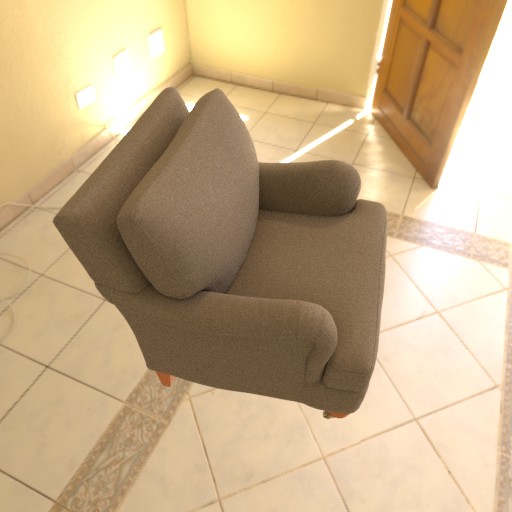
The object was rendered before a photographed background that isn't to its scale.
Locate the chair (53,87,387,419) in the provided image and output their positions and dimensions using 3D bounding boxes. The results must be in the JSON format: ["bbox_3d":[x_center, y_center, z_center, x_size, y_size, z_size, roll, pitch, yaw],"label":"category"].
[{"bbox_3d":[0.000,0.000,1.859,1.070,1.038,0.955,11,48,10],"label":"chair"}]
